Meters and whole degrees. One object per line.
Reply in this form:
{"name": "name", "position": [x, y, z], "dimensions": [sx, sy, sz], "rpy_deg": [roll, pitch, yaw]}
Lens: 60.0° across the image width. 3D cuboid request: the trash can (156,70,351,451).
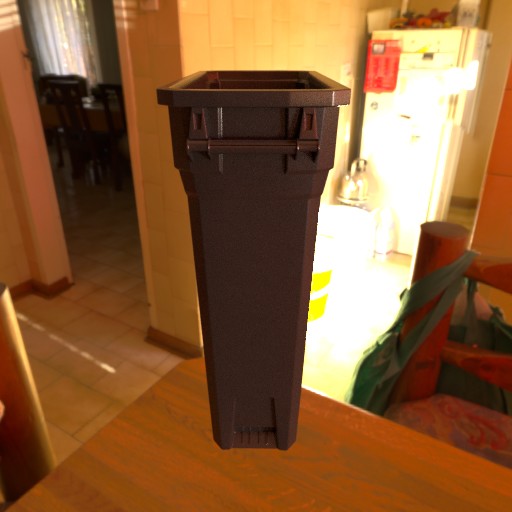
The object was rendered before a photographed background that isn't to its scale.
{"name": "trash can", "position": [0.000, 0.000, 1.018], "dimensions": [0.281, 0.762, 0.559], "rpy_deg": [0, 25, 1]}
